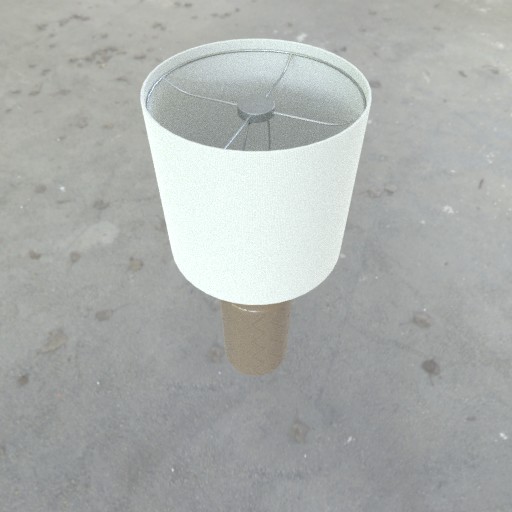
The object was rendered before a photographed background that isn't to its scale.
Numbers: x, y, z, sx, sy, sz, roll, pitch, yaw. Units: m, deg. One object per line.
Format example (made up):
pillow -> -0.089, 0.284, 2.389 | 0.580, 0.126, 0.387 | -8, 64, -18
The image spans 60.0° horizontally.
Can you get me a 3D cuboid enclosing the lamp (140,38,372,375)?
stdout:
lamp -> 0.000, 0.000, 0.572 | 0.207, 0.461, 0.207 | 17, 50, 15
